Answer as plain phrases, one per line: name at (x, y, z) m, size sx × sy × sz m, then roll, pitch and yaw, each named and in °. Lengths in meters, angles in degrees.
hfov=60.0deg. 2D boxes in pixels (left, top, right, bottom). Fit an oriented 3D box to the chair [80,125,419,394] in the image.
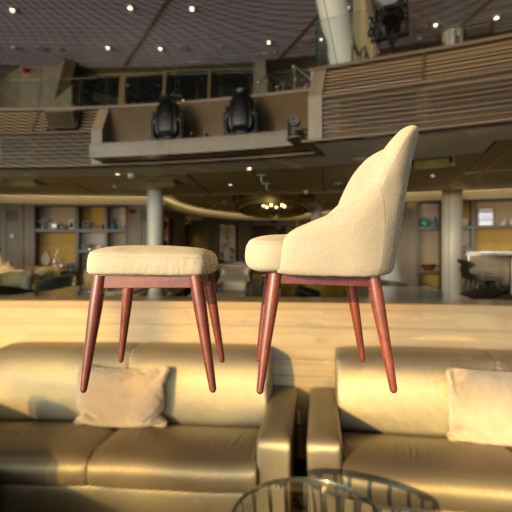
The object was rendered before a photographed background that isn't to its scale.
chair at (0.000, 0.000, 1.601) m, size 1.114 × 0.866 × 0.584 m, roll 0°, pitch 0°, yaw 0°
